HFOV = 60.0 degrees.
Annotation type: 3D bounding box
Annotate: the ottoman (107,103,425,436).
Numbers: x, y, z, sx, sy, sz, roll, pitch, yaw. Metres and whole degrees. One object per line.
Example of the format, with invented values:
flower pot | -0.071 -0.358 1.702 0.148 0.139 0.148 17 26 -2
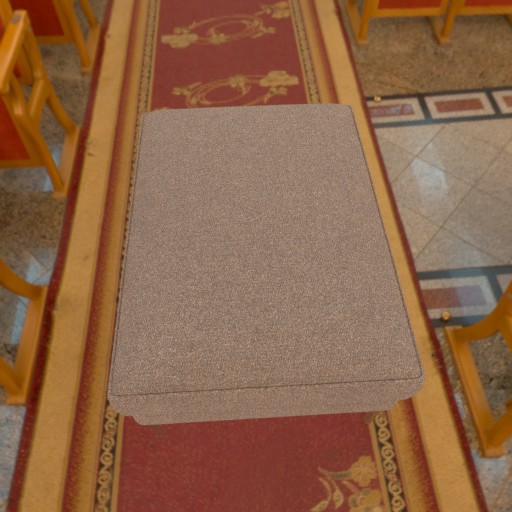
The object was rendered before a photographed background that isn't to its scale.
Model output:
ottoman | 0.000 0.000 1.129 0.583 0.464 0.785 -3 57 -2
